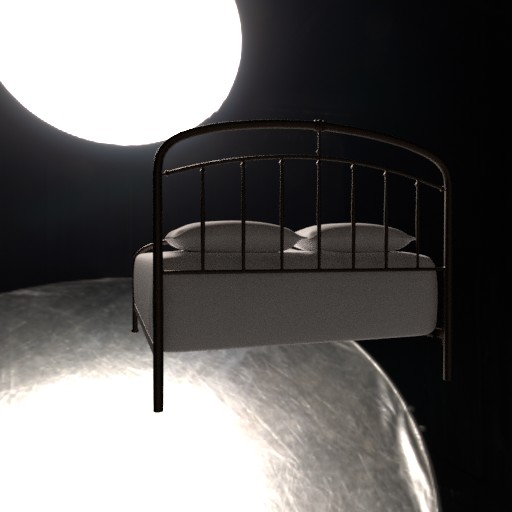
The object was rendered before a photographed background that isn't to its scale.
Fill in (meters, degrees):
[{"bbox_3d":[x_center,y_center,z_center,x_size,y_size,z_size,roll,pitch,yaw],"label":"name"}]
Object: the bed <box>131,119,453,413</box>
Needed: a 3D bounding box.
[{"bbox_3d":[0.000,0.000,3.312,1.711,1.425,2.180,0,0,-18],"label":"bed"}]
